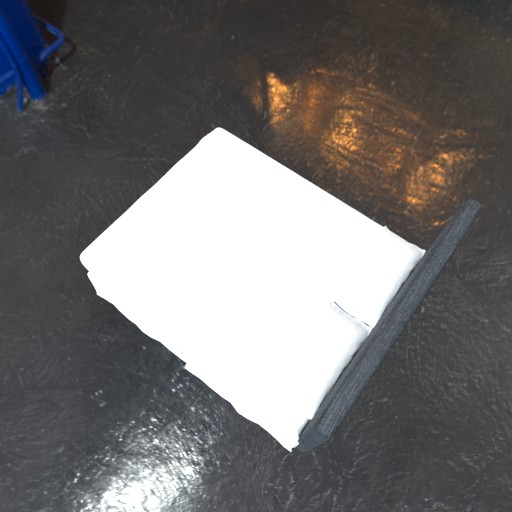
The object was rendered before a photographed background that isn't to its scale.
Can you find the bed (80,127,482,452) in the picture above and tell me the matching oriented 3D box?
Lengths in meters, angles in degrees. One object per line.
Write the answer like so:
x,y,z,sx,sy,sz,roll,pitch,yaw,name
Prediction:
0.000,0.000,3.187,2.142,1.330,1.723,35,68,16,bed
